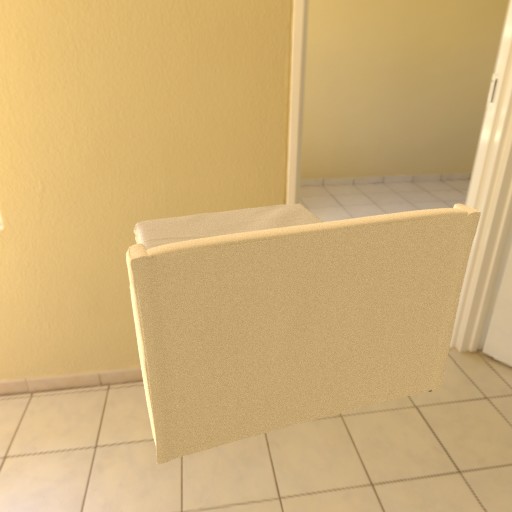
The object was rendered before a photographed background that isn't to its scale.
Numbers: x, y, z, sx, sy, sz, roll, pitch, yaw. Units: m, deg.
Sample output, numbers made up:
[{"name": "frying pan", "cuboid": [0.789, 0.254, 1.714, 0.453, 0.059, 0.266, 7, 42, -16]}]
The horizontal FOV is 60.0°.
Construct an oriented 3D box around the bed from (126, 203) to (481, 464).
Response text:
[{"name": "bed", "cuboid": [0.000, 0.000, 3.423, 1.925, 1.332, 2.276, -8, 27, -16]}]
